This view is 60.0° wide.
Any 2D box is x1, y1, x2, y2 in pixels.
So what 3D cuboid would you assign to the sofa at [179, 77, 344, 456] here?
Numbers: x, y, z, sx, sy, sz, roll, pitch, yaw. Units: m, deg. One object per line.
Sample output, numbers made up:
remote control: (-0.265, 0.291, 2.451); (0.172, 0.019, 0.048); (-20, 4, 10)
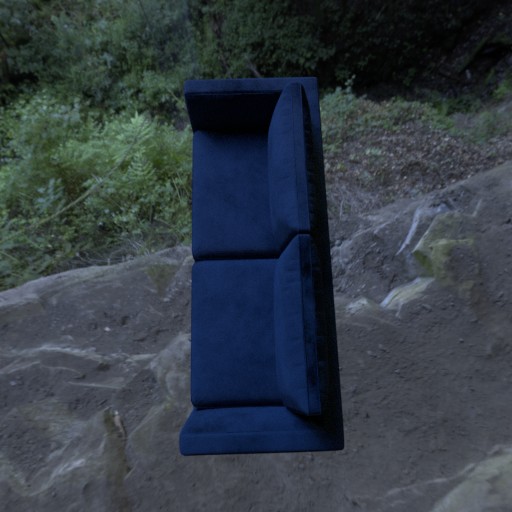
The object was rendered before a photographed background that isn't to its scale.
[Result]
sofa: (0.000, 0.000, 2.768); (0.853, 0.998, 2.212); (-2, 75, 0)
